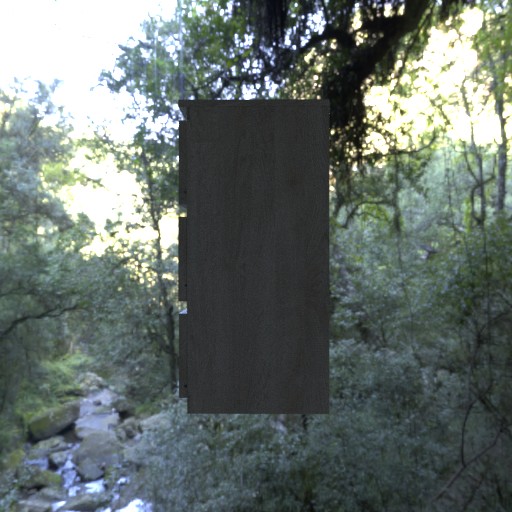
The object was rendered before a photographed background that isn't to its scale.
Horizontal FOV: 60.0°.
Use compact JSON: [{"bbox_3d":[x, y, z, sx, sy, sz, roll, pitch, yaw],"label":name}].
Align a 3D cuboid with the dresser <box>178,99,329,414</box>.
[{"bbox_3d":[0.000,0.000,1.912,0.390,0.795,1.590,0,0,0],"label":"dresser"}]
